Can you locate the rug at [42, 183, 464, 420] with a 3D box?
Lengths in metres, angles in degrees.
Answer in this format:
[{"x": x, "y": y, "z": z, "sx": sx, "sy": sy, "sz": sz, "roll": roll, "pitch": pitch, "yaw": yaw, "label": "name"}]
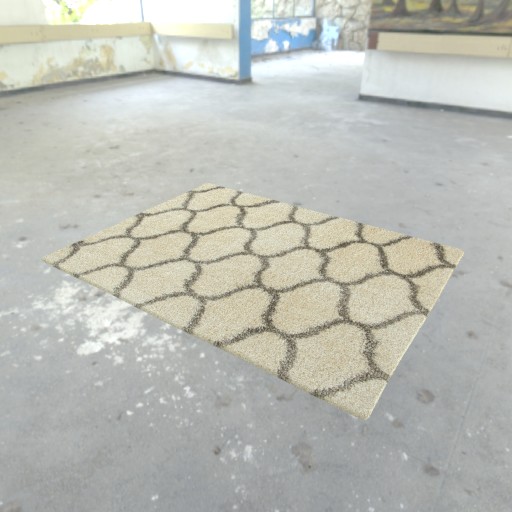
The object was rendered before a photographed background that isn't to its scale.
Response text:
[{"x": 0.000, "y": 0.000, "z": 2.088, "sx": 1.600, "sy": 0.025, "sz": 1.200, "roll": 19, "pitch": 35, "yaw": 30, "label": "rug"}]
